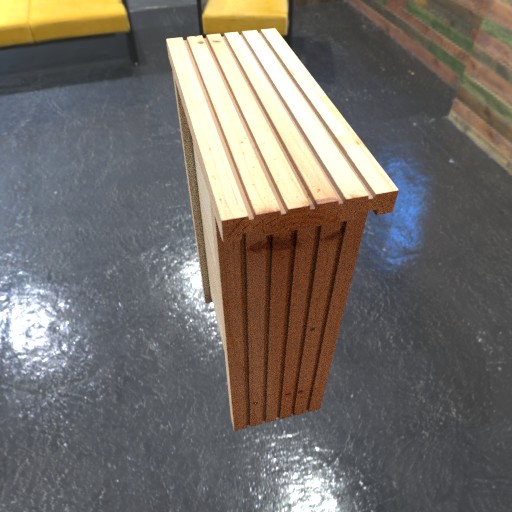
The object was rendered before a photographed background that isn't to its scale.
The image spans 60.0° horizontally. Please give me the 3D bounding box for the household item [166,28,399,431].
[{"bbox_3d":[0.000,0.000,0.537,0.123,0.407,0.301,-11,48,-10],"label":"household item"}]
